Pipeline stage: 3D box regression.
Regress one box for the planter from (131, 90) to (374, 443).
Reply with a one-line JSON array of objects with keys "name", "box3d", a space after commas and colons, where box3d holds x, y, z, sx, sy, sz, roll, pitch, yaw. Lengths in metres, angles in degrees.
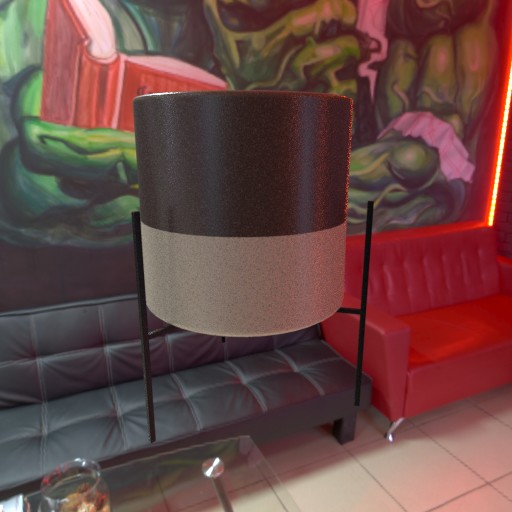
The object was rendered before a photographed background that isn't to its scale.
[{"name": "planter", "box3d": [0.000, 0.000, 0.530, 0.260, 0.353, 0.250, 2, 16, 7]}]
